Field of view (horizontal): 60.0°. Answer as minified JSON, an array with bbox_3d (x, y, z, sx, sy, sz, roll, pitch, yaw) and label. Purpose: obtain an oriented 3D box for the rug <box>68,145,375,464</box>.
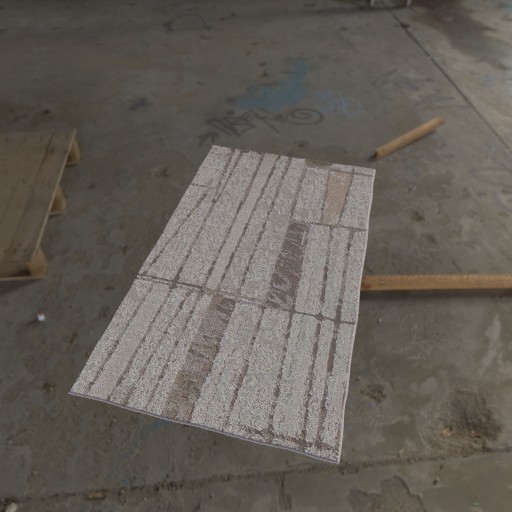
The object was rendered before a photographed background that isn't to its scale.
[{"bbox_3d":[0.000,0.000,1.079,0.515,0.007,0.867,11,48,10],"label":"rug"}]
